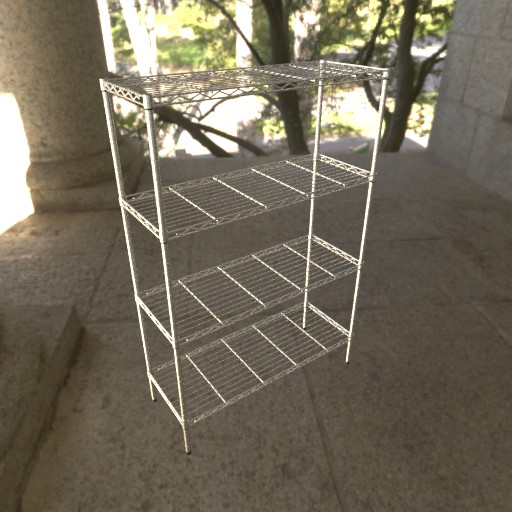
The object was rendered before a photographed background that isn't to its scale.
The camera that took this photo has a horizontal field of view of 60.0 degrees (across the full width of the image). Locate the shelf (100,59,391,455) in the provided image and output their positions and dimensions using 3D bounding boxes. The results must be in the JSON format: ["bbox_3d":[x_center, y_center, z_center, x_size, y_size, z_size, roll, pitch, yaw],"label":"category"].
[{"bbox_3d":[0.000,0.000,1.764,0.907,1.360,0.352,-19,35,-30],"label":"shelf"}]
